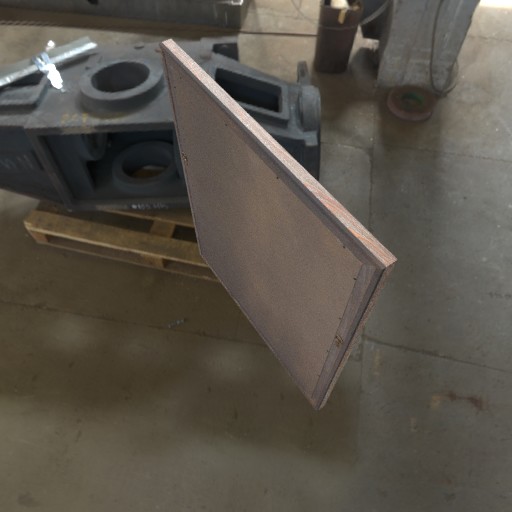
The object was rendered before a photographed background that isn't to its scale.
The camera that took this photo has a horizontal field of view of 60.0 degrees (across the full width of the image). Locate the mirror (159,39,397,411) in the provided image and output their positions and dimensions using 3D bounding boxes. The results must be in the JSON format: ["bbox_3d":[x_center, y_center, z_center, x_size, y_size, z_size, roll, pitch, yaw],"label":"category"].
[{"bbox_3d":[0.000,0.000,1.220,0.032,0.882,0.730,-30,62,-18],"label":"mirror"}]
